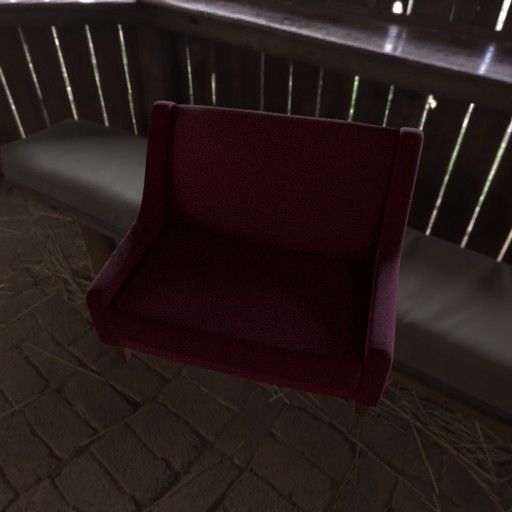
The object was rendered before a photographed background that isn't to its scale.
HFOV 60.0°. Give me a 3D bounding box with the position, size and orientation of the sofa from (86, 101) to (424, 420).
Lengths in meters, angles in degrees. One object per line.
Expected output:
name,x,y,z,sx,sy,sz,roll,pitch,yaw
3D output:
sofa,0.000,0.000,1.983,1.242,0.976,0.946,10,41,12
